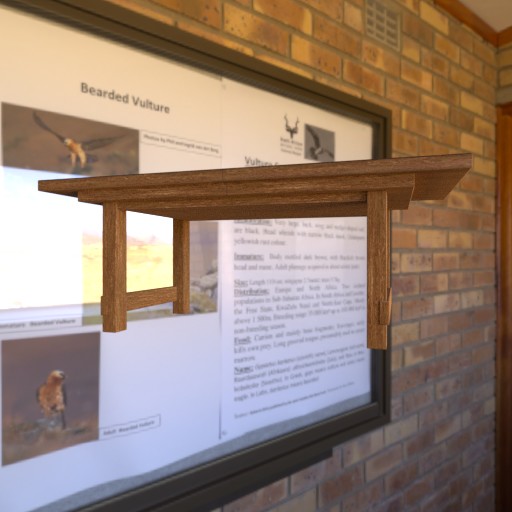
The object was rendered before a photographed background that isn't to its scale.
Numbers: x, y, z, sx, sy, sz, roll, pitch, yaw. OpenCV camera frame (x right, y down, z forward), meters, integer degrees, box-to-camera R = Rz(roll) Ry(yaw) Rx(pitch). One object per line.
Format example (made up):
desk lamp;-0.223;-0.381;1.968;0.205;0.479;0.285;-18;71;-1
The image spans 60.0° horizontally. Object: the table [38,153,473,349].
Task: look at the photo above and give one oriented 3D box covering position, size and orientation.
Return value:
table;0.000;0.000;2.398;1.982;0.762;1.000;0;0;18
